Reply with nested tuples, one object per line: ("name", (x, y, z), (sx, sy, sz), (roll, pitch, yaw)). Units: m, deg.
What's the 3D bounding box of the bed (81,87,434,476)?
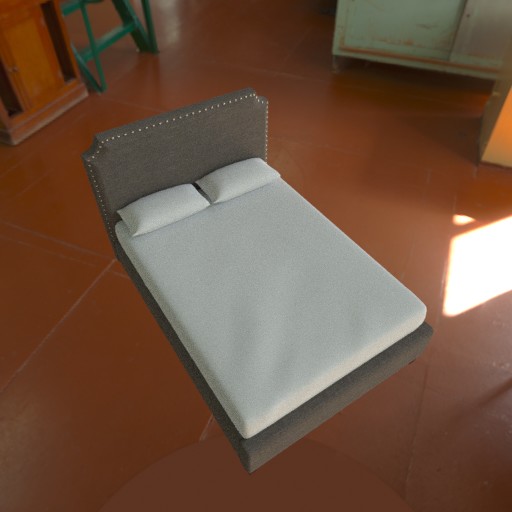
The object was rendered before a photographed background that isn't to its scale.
("bed", (0.000, 0.000, 3.515), (1.713, 1.457, 2.381), (-26, 52, -22))
